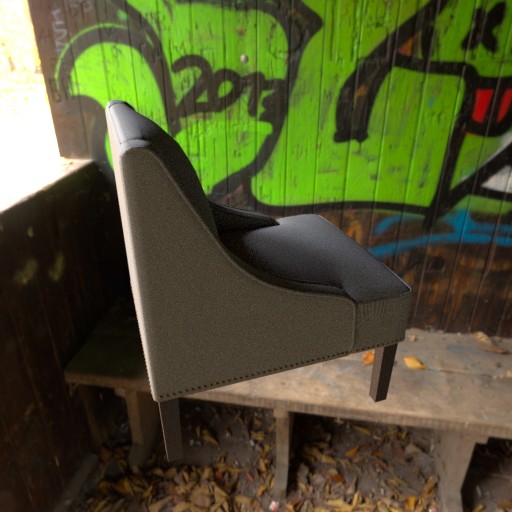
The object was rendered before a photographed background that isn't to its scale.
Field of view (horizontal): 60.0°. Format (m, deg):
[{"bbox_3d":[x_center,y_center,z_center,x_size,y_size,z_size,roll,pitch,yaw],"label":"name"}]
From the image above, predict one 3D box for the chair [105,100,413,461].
[{"bbox_3d":[0.000,0.000,1.362,0.747,0.867,0.631,-9,29,-17],"label":"chair"}]
